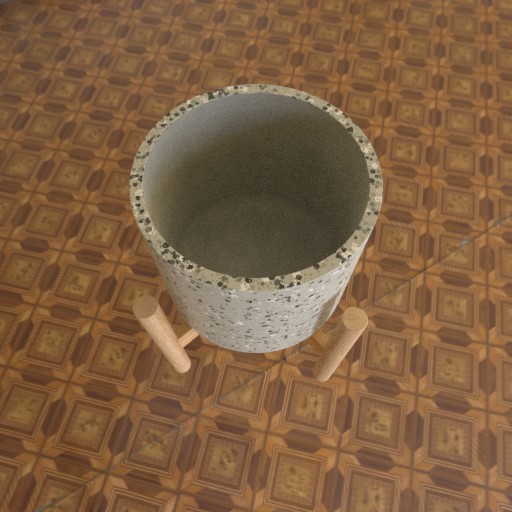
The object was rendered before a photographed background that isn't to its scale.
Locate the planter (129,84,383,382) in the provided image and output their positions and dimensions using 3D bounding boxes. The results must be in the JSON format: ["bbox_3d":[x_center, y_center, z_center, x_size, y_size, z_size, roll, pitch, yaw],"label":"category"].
[{"bbox_3d":[0.000,0.000,0.534,0.284,0.320,0.284,-17,65,-8],"label":"planter"}]
